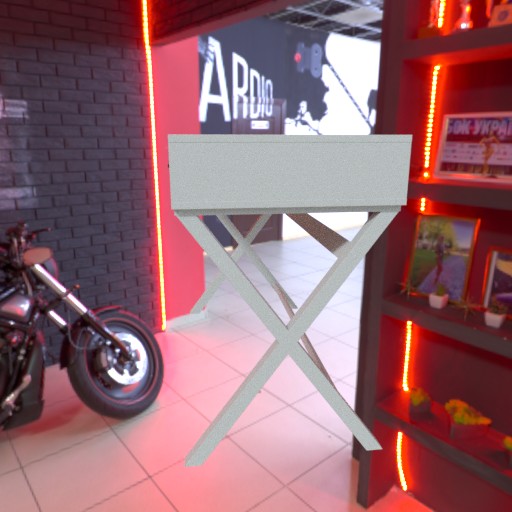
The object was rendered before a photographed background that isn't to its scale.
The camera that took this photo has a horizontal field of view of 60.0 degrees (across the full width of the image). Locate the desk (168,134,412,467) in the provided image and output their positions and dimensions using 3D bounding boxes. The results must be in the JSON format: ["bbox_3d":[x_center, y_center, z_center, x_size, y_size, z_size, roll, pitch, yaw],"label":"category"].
[{"bbox_3d":[0.000,0.000,1.501,0.525,0.780,1.057,-2,15,-7],"label":"desk"}]
